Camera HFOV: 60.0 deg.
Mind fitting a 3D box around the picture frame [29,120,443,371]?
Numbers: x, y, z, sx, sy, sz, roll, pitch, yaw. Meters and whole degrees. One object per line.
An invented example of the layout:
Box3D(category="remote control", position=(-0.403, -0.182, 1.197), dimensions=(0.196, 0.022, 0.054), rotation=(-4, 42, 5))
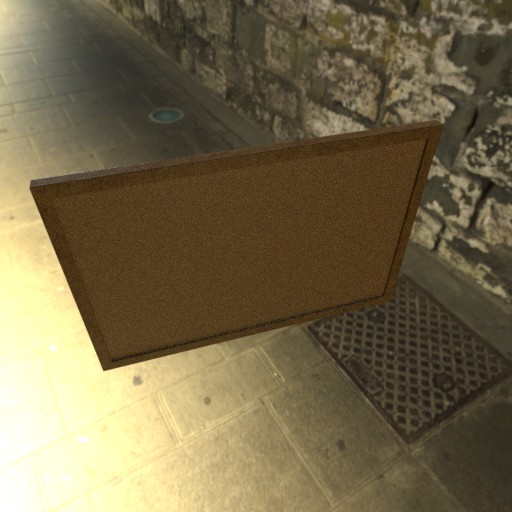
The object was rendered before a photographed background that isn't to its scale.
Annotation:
Box3D(category="picture frame", position=(0.000, 0.000, 1.171), dimensions=(0.922, 0.621, 0.029), rotation=(-12, 43, -13))
